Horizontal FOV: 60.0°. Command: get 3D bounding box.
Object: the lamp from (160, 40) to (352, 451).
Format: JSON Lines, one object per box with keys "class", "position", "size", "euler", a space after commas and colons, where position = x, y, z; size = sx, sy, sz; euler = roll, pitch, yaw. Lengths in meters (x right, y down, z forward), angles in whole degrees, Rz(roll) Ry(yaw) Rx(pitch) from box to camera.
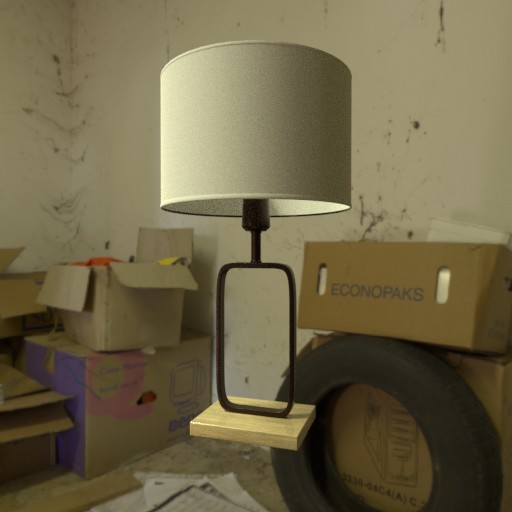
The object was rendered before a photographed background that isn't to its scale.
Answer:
{"class": "lamp", "position": [0.000, 0.000, 0.661], "size": [0.279, 0.508, 0.279], "euler": [0, 0, 18]}
